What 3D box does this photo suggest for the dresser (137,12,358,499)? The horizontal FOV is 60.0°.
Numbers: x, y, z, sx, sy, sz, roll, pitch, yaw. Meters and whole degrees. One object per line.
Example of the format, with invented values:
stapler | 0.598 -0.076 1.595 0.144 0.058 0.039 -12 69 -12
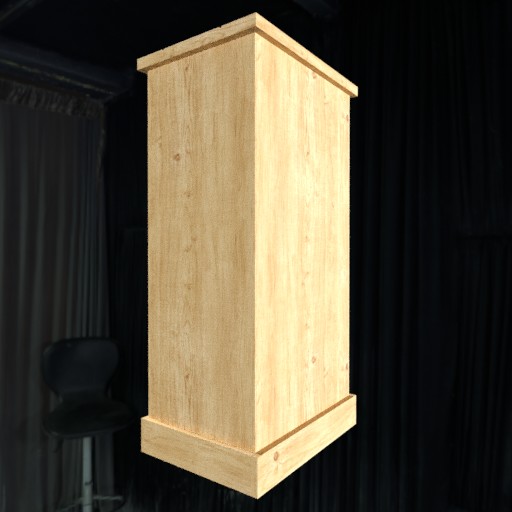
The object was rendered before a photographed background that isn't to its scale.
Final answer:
dresser | 0.000 0.000 1.276 0.390 1.041 0.531 0 1 36
